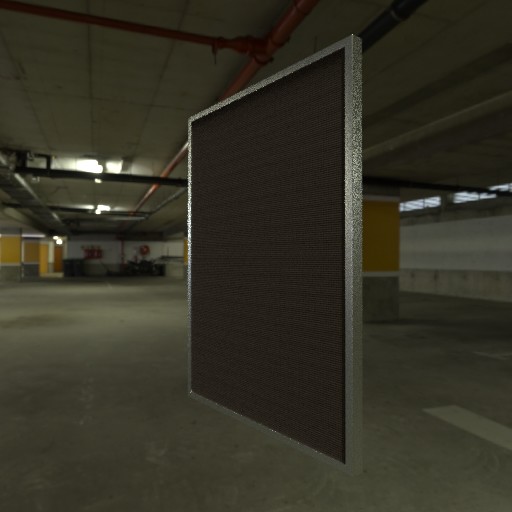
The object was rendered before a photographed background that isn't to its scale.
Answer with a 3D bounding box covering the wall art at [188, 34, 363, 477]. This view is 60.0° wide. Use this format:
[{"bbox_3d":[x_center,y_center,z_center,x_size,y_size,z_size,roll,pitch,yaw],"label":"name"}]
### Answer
[{"bbox_3d":[0.000,0.000,1.388,0.037,1.062,0.801,0,-1,-38],"label":"wall art"}]
